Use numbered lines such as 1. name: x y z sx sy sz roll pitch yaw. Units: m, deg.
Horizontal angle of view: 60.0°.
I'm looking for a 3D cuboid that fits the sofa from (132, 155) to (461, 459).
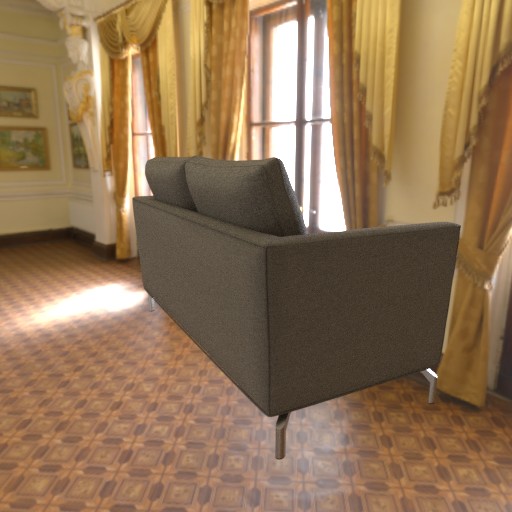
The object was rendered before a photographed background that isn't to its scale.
1. sofa: 0.000 0.000 2.090 0.803 0.924 1.594 -7 14 -27
